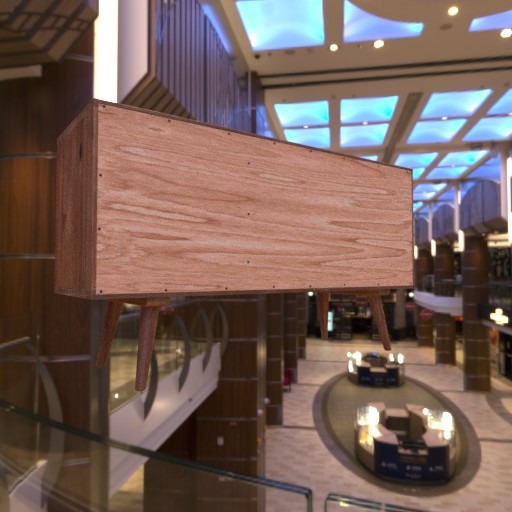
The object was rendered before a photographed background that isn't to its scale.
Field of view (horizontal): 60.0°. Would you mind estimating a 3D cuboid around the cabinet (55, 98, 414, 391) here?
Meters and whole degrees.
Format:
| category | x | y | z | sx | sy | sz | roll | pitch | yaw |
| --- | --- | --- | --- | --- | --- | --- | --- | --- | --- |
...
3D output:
| category | x | y | z | sx | sy | sz | roll | pitch | yaw |
| --- | --- | --- | --- | --- | --- | --- | --- | --- | --- |
| cabinet | 0.000 | 0.000 | 1.764 | 1.400 | 0.800 | 0.472 | 1 | -3 | -36 |
